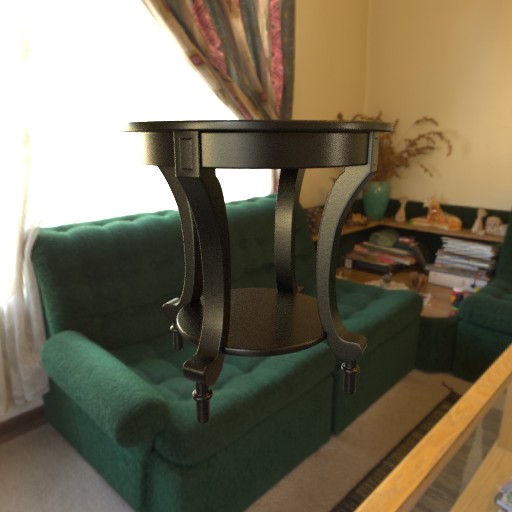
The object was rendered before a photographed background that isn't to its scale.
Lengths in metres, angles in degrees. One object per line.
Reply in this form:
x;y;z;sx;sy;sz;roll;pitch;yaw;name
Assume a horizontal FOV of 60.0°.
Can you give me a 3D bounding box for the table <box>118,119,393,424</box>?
0.000;0.000;1.084;0.597;0.618;0.597;0;15;0;table
